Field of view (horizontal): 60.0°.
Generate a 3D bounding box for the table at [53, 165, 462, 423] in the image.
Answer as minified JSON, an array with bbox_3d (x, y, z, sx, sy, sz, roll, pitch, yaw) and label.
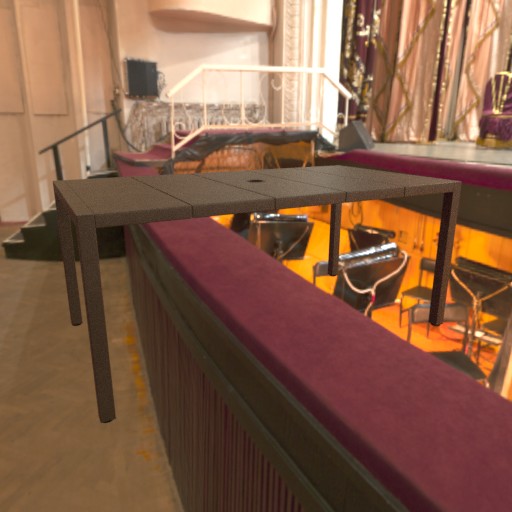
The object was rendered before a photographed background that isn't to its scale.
[{"bbox_3d":[0.000,0.000,2.174,1.680,0.735,0.914,-9,19,-26],"label":"table"}]
